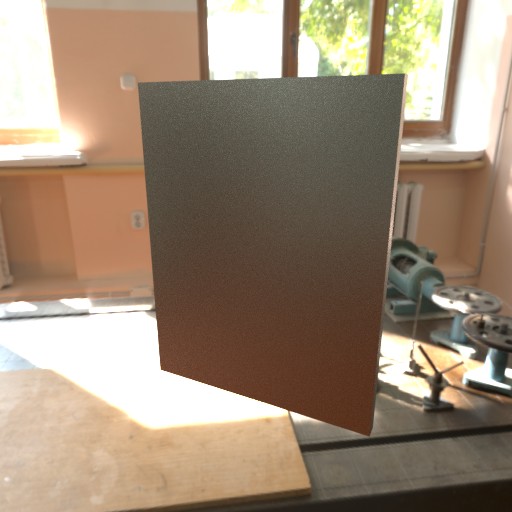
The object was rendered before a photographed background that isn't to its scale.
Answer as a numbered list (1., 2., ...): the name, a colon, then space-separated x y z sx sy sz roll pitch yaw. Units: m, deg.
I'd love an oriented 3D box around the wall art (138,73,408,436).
1. wall art: 0.000 0.000 0.767 0.444 0.569 0.025 9 20 26
